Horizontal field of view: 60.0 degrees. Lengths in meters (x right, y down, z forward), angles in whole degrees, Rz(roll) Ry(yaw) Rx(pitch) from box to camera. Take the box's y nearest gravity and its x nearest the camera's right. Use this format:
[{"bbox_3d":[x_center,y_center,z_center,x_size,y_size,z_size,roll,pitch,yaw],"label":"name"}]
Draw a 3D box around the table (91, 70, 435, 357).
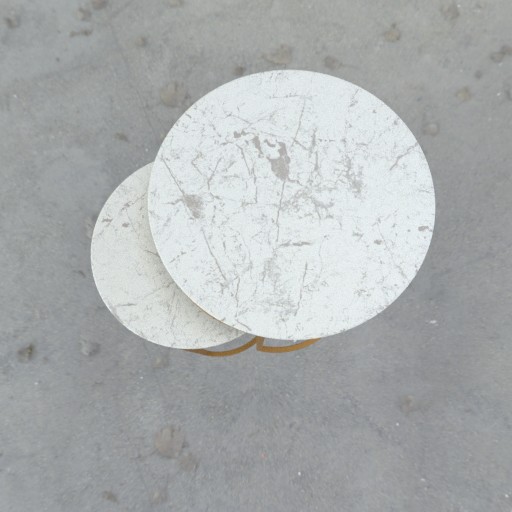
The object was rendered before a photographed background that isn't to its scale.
[{"bbox_3d":[0.000,0.000,0.880,0.507,0.550,0.400,-22,77,-5],"label":"table"}]
